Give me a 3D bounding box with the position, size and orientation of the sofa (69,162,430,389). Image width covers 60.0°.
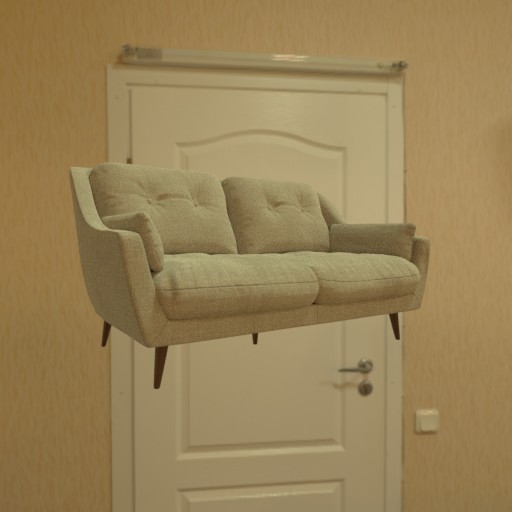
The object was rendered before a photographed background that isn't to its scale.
[{"bbox_3d":[0.000,0.000,2.201,1.652,0.888,0.965,-1,2,-36],"label":"sofa"}]
